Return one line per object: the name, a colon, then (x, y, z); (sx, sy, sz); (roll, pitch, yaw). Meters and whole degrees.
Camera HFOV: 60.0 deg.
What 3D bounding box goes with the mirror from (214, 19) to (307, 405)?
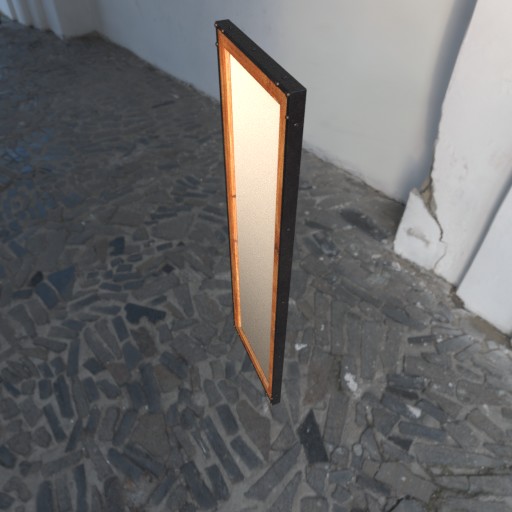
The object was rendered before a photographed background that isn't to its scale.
mirror: (0.000, 0.000, 1.192); (0.042, 1.080, 0.354); (-17, 48, -16)
